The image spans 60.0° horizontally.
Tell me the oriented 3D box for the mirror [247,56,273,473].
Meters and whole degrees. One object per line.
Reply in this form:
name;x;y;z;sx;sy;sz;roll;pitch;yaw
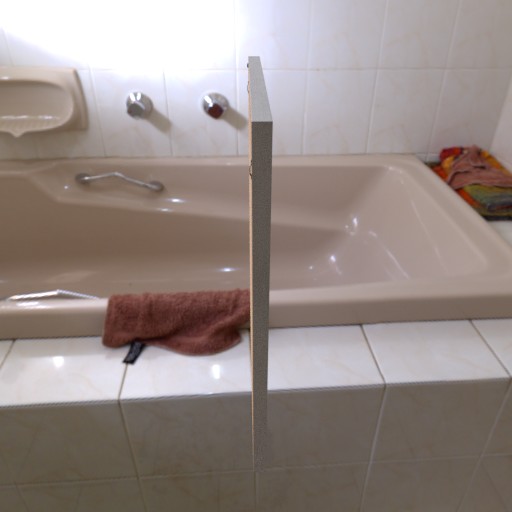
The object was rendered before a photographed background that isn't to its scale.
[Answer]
mirror;0.000;0.000;1.348;0.041;1.016;0.762;-1;32;-1
